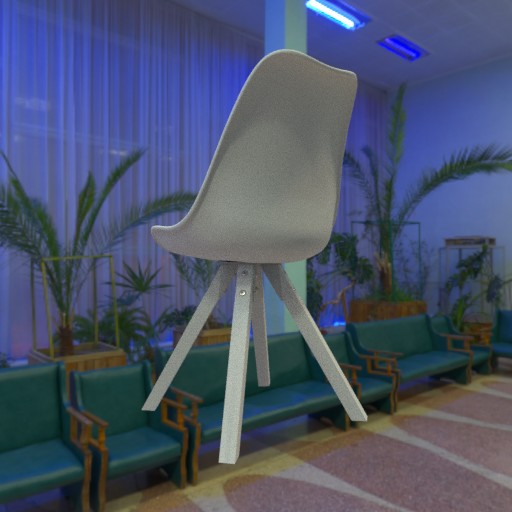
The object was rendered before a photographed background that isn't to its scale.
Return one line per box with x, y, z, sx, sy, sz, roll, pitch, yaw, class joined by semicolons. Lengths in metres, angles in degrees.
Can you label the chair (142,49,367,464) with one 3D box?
0.000;0.000;1.178;0.485;0.850;0.550;1;-1;-37;chair
